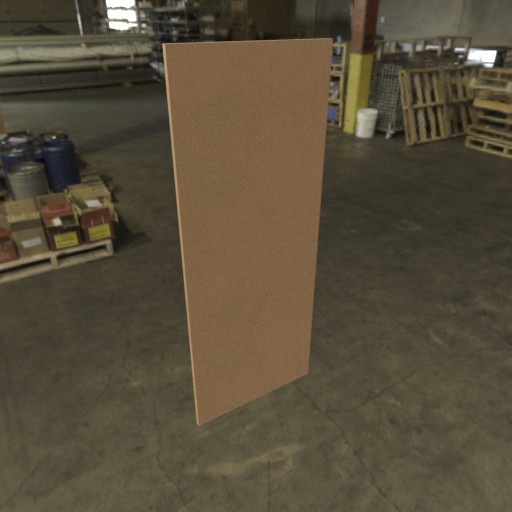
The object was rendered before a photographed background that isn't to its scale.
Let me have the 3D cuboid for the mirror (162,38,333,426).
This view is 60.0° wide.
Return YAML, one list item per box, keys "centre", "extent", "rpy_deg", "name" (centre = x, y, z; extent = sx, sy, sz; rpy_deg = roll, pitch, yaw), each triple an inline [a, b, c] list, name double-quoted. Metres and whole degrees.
- centre: [0.000, 0.000, 2.324]
  extent: [0.812, 2.031, 0.026]
  rpy_deg: [-17, 33, -28]
  name: "mirror"
